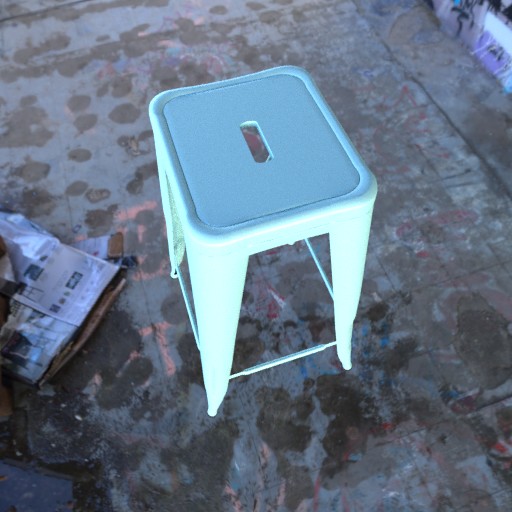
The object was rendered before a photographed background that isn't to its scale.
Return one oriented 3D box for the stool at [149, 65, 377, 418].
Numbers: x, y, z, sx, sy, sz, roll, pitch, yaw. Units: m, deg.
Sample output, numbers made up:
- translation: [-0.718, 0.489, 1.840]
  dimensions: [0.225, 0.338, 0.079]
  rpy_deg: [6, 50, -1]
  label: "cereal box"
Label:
- translation: [0.000, 0.000, 0.866]
  dimensions: [0.359, 0.609, 0.399]
  rpy_deg: [-16, 60, -10]
  label: "stool"
